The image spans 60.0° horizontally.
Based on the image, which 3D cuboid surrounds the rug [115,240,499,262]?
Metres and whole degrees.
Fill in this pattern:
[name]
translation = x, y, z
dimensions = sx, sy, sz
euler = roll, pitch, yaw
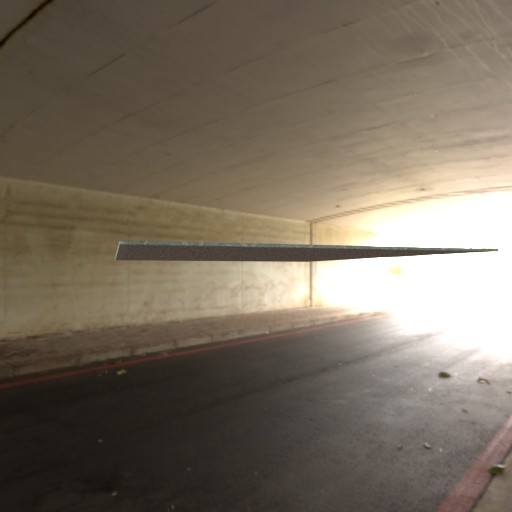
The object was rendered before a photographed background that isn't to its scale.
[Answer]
[rug]
translation = 0.000, 0.000, 4.023
dimensions = 2.420, 0.019, 3.039
euler = 1, -2, -18
